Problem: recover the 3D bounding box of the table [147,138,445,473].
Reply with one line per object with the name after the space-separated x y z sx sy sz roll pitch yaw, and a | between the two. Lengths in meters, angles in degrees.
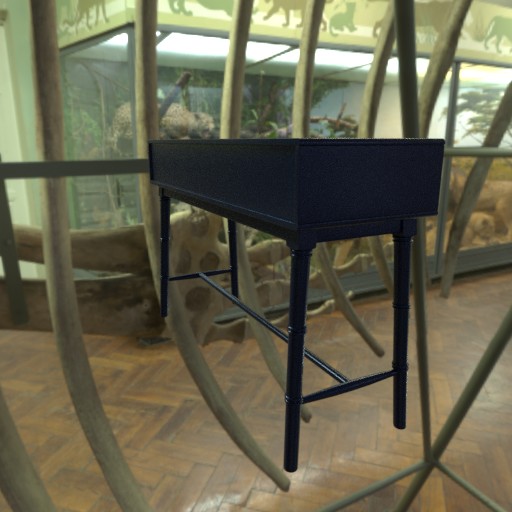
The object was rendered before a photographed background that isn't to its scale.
0.000 0.000 1.469 0.399 0.749 1.118 -7 16 -26 | table
